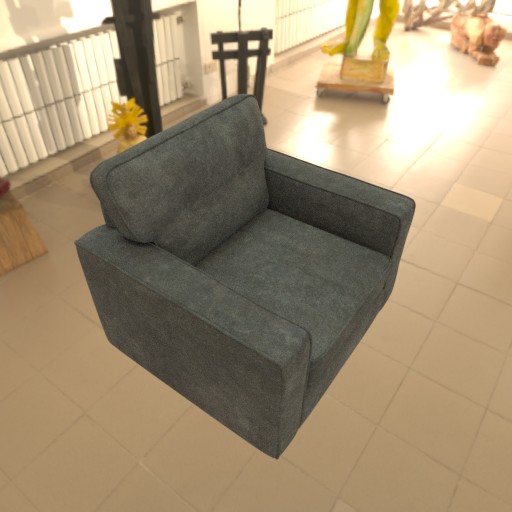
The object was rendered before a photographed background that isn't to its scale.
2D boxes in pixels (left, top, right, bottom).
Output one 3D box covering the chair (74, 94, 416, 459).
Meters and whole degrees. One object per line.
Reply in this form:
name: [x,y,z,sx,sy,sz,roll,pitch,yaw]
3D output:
chair: [0.000,0.000,1.801,0.939,0.965,1.015,26,47,26]
